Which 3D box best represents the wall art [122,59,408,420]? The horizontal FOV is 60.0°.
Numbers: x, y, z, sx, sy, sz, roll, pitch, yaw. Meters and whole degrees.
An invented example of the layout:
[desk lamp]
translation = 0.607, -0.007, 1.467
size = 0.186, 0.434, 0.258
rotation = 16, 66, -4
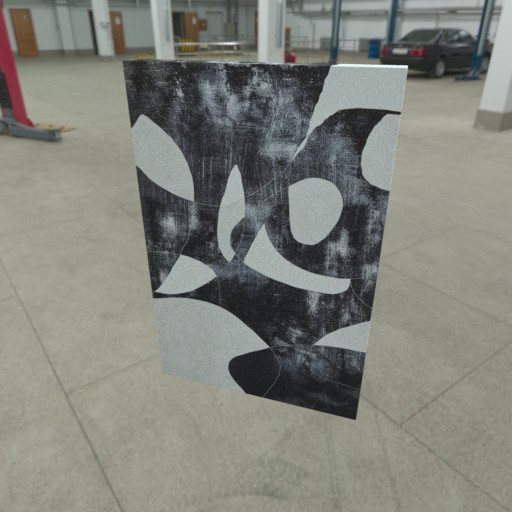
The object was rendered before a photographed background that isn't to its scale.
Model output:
[wall art]
translation = 0.000, 0.000, 0.761
size = 0.407, 0.610, 0.039
rotation = 9, 29, 16
